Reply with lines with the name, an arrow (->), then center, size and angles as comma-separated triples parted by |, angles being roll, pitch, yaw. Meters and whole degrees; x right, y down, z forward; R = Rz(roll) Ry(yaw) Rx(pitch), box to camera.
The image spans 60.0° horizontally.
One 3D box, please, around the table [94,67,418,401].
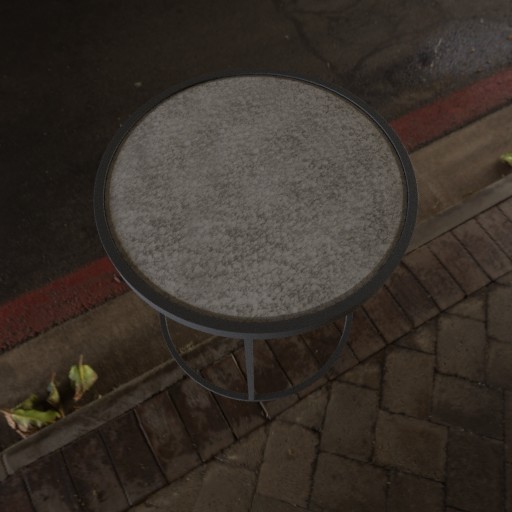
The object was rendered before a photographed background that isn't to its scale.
table -> 0.000, 0.000, 0.871 | 0.470, 0.498, 0.470 | 0, 63, 0
